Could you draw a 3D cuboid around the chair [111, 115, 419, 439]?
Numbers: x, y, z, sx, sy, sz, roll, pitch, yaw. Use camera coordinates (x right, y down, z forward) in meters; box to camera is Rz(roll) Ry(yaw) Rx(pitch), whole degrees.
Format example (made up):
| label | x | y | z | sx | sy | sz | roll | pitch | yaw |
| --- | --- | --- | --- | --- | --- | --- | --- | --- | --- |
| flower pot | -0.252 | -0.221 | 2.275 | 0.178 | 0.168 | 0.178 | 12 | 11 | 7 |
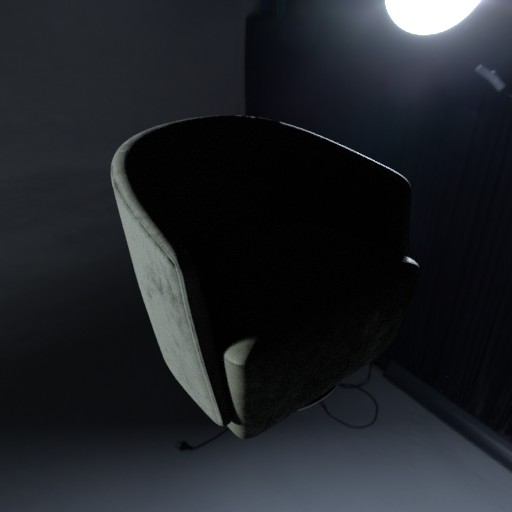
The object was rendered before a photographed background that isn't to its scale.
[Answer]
| label | x | y | z | sx | sy | sz | roll | pitch | yaw |
| --- | --- | --- | --- | --- | --- | --- | --- | --- | --- |
| chair | 0.000 | 0.000 | 1.350 | 0.773 | 0.698 | 0.767 | -21 | 36 | -32 |
